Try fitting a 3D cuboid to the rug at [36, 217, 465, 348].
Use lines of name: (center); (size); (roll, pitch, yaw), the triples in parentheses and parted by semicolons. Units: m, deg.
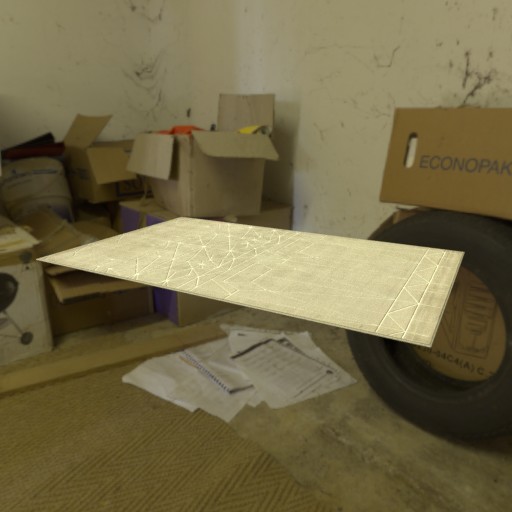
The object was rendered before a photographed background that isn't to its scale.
rug: (0.000, 0.000, 2.973); (2.438, 0.012, 1.524); (9, 19, 27)
